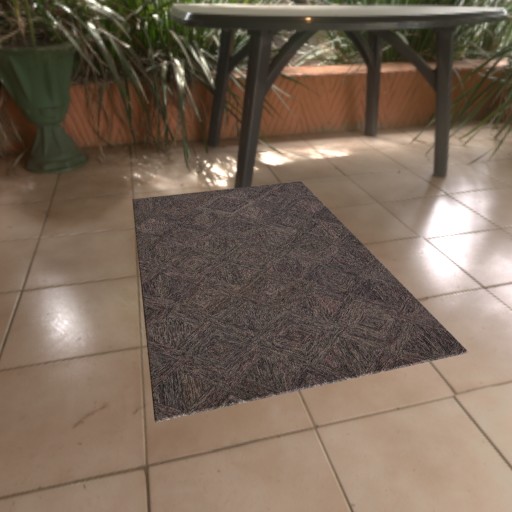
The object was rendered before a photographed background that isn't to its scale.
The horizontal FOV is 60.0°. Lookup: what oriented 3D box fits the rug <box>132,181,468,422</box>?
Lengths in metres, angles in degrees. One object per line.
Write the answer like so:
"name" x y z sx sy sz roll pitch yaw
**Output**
"rug" 0.000 0.000 2.930 1.501 0.017 2.298 -8 32 -13
